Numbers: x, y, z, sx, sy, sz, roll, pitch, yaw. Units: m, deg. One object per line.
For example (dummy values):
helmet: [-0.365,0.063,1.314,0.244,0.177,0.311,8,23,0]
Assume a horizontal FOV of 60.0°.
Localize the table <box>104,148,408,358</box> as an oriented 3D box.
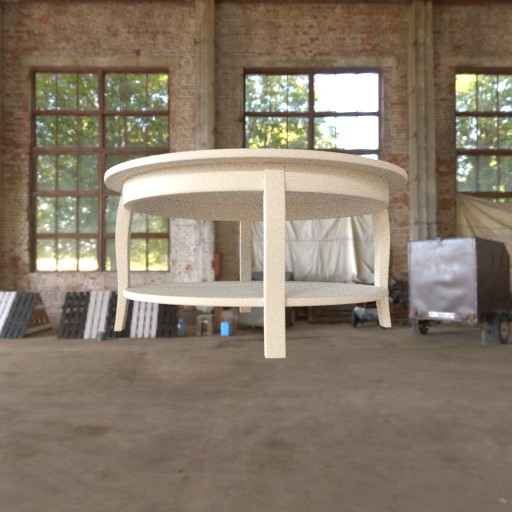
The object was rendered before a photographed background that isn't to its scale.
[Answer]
table: [0.000,0.000,1.405,0.910,0.457,0.910,0,0,0]
